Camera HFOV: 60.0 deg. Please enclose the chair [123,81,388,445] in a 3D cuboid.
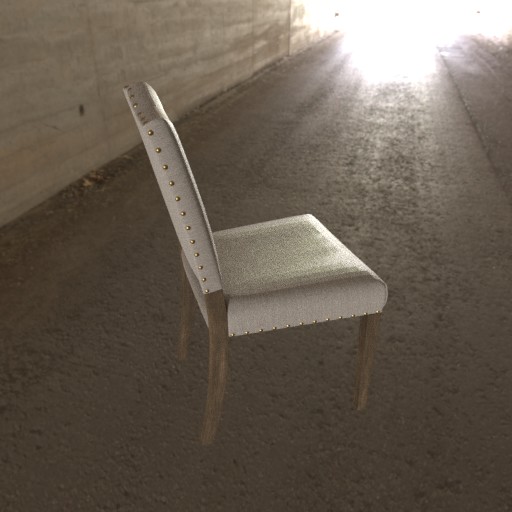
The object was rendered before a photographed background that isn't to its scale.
[{"bbox_3d":[0.000,0.000,1.336,0.620,1.020,0.508,-10,32,-17],"label":"chair"}]
